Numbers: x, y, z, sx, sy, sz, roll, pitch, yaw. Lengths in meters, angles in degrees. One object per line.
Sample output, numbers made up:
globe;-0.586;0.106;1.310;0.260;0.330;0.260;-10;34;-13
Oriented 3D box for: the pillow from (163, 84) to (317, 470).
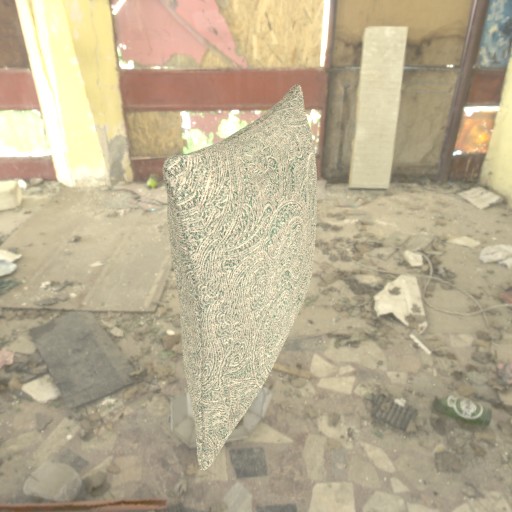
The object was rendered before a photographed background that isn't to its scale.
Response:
pillow;0.000;0.000;0.795;0.166;0.507;0.526;10;31;17
